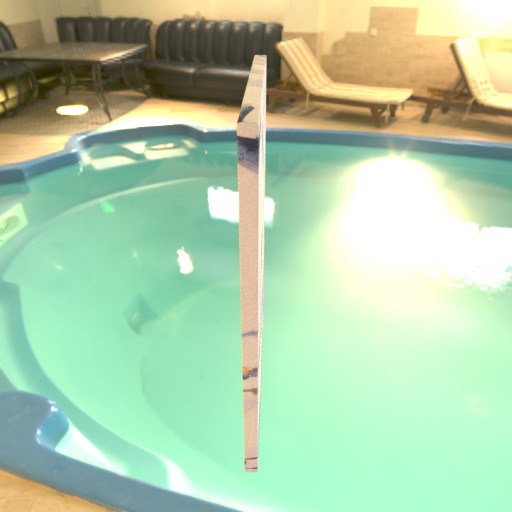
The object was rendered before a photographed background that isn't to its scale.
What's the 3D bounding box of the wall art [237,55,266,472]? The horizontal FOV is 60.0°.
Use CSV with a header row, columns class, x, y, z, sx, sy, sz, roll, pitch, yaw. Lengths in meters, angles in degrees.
class,x,y,z,sx,sy,sz,roll,pitch,yaw
wall art,0.000,0.000,1.343,0.038,1.015,0.761,1,32,2
